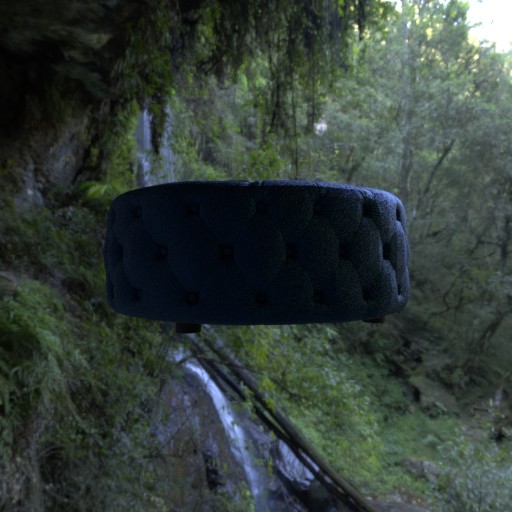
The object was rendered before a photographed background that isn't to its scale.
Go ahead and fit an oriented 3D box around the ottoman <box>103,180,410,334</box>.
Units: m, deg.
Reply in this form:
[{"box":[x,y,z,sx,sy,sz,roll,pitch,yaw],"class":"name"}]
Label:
[{"box":[0.000,0.000,1.527,0.998,0.398,0.998,0,0,0],"class":"ottoman"}]
